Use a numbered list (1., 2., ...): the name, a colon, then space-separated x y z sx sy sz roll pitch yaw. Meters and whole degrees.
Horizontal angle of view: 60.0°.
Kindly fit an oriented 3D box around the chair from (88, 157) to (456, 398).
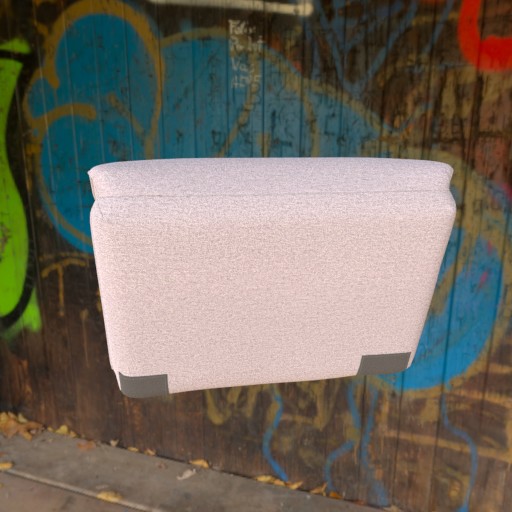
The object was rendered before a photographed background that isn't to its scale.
1. chair: 0.000 0.000 1.314 0.820 0.580 0.780 -3 14 -10
